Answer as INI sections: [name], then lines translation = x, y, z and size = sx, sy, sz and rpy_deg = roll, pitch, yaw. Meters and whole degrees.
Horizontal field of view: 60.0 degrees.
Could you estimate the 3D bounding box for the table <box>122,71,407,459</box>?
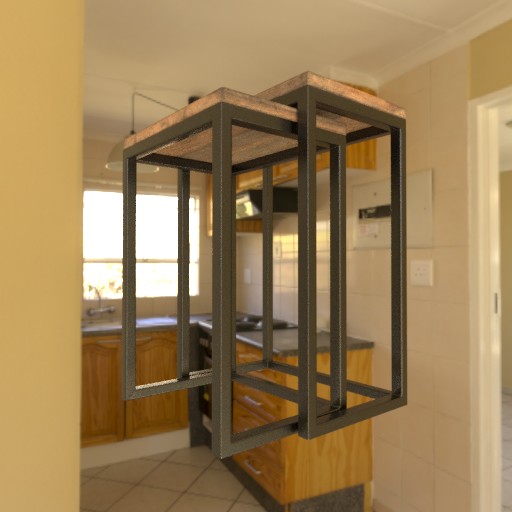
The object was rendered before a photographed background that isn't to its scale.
[table]
translation = 0.000, 0.000, 0.955
size = 0.460, 0.615, 0.456
rpy_deg = 1, -1, -37
